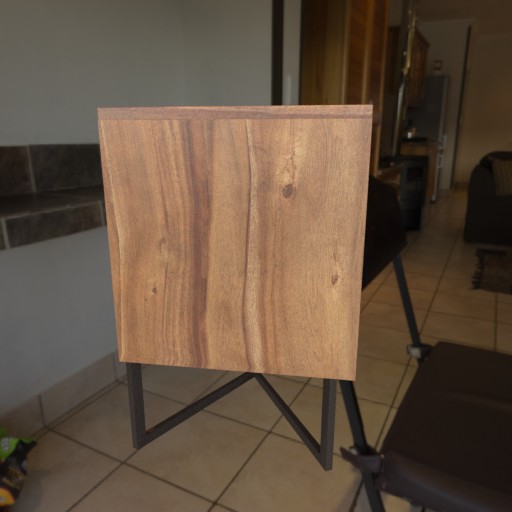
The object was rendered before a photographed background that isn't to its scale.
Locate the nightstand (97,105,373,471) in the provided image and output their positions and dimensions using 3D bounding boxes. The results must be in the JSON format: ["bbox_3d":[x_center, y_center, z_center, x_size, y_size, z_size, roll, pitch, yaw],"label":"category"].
[{"bbox_3d":[0.000,0.000,1.018,0.427,0.615,0.613,2,15,9],"label":"nightstand"}]
